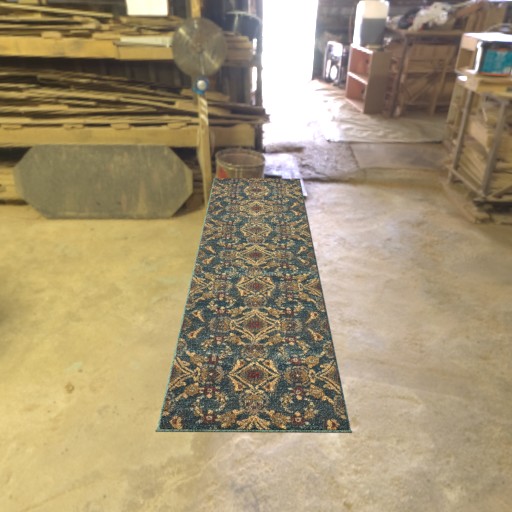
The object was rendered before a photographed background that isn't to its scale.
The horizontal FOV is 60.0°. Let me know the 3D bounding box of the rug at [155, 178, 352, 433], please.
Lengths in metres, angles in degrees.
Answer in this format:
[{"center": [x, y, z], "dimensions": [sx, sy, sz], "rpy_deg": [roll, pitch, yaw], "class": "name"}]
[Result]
[{"center": [0.000, 0.000, 2.502], "dimensions": [0.685, 0.014, 2.292], "rpy_deg": [0, 32, 0], "class": "rug"}]
